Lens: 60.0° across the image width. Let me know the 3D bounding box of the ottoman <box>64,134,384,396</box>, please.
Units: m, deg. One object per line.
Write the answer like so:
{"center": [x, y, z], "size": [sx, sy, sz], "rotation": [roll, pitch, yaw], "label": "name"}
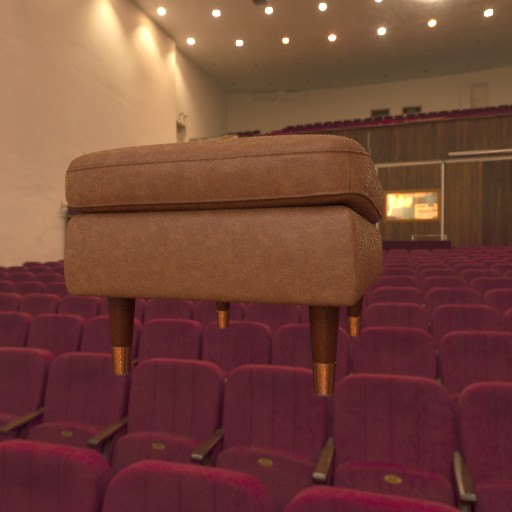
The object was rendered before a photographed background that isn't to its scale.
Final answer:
{"center": [0.000, 0.000, 1.096], "size": [0.593, 0.478, 0.747], "rotation": [0, 1, 18], "label": "ottoman"}
